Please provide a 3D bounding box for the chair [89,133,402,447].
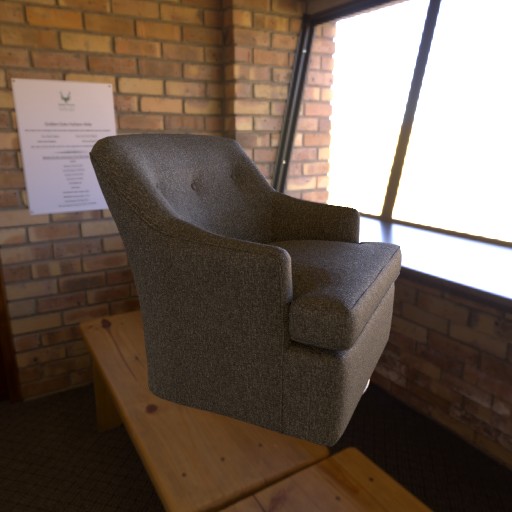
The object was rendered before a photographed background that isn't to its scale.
[{"bbox_3d":[0.000,0.000,1.606,0.923,0.856,0.864,8,17,26],"label":"chair"}]
